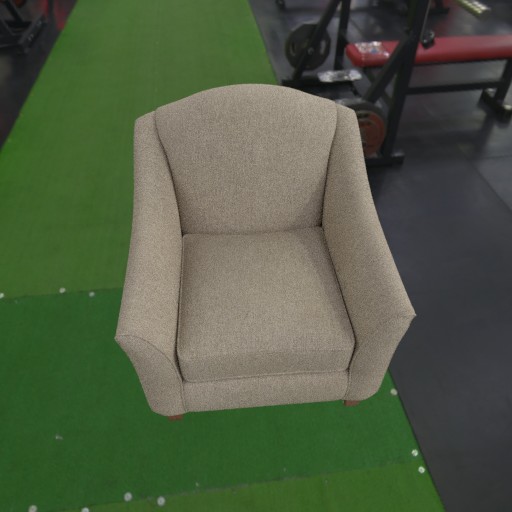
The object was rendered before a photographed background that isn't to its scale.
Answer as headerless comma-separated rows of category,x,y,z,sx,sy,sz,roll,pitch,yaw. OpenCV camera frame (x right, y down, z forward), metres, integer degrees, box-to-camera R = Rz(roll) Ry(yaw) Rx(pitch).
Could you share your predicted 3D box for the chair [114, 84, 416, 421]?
chair,0.000,0.000,1.451,0.763,0.839,0.787,-3,45,-3
